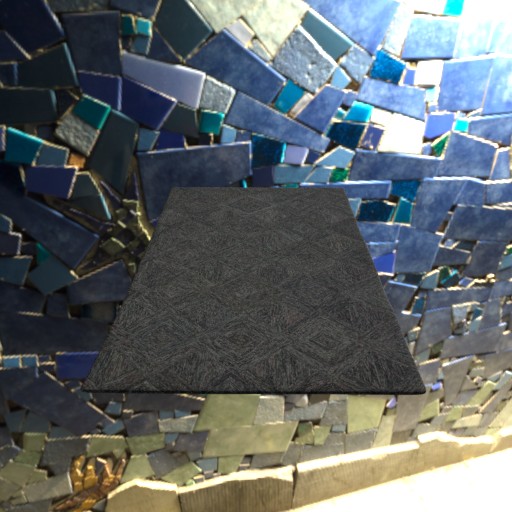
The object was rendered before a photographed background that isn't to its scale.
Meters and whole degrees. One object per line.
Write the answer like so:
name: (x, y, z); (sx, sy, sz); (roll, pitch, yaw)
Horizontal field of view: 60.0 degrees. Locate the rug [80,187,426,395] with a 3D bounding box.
rug: (0.000, 0.000, 2.207); (1.158, 0.013, 1.752); (0, 31, 0)
